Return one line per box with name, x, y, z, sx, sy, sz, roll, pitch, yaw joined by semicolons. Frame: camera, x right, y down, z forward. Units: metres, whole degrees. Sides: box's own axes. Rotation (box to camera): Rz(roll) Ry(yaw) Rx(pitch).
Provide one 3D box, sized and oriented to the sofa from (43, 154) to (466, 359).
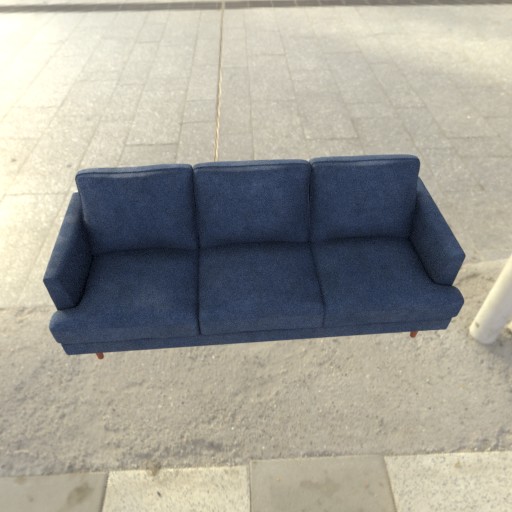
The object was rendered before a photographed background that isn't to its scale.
sofa;0.000;0.000;2.652;2.246;0.930;0.903;-3;45;-3
